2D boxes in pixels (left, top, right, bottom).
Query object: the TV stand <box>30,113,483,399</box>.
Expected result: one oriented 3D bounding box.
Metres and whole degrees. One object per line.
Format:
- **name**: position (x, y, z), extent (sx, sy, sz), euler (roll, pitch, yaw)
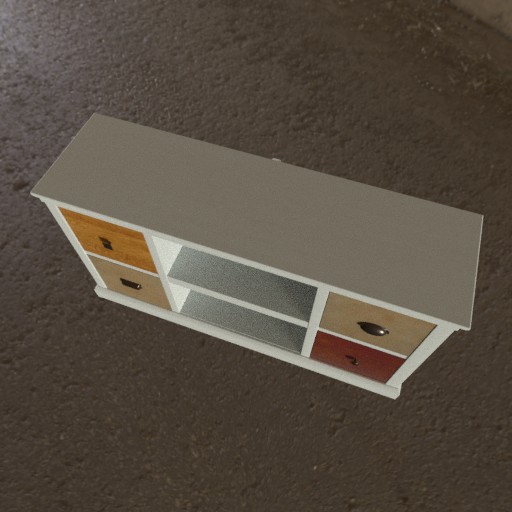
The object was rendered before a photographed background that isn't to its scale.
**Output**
- **TV stand**: position (0.000, 0.000, 1.482), extent (1.187, 0.624, 0.424), euler (17, 60, 10)
